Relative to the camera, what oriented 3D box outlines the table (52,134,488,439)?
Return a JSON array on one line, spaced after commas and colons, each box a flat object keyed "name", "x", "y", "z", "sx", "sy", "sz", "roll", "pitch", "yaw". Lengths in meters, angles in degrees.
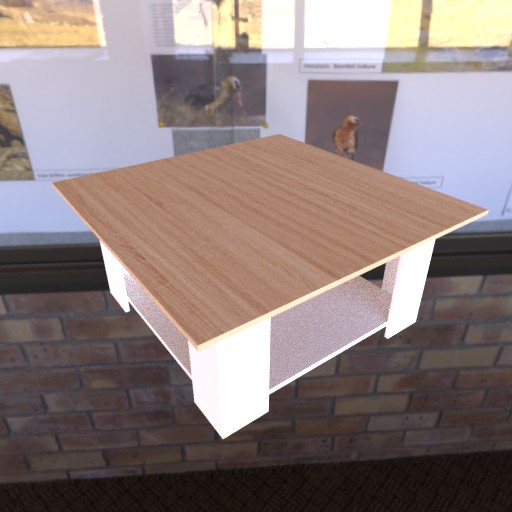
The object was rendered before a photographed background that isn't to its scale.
[{"name": "table", "x": 0.000, "y": 0.000, "z": 1.032, "sx": 0.670, "sy": 0.305, "sz": 0.670, "roll": -21, "pitch": 37, "yaw": -30}]
